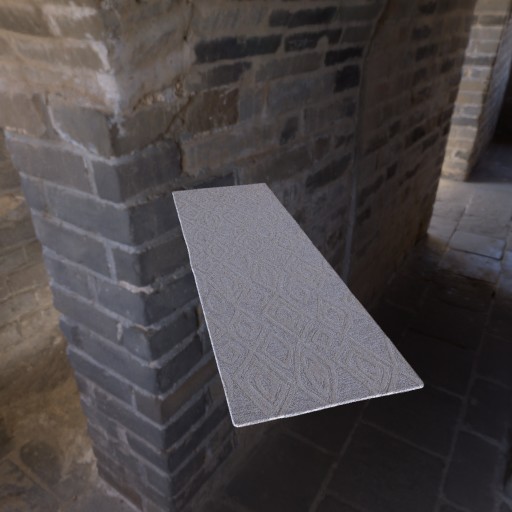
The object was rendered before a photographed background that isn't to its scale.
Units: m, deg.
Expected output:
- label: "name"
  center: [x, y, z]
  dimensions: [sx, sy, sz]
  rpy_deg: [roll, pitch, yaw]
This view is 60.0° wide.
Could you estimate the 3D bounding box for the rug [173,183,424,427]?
- label: "rug"
  center: [0.000, 0.000, 2.743]
  dimensions: [0.807, 0.013, 2.436]
  rpy_deg: [-7, 31, -13]
